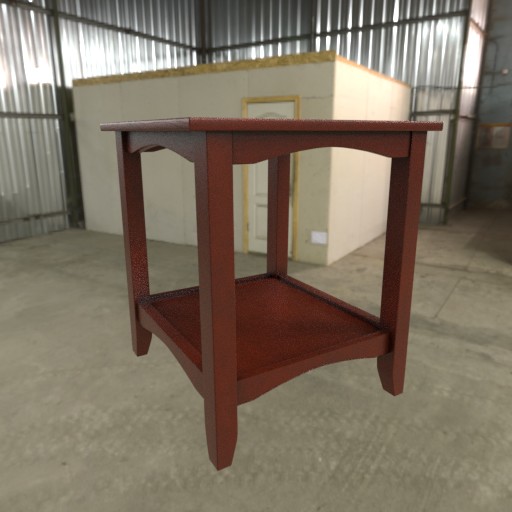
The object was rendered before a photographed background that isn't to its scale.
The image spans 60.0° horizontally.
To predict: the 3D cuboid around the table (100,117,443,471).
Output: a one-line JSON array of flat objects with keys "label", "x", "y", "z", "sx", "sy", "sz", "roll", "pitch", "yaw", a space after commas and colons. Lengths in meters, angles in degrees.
[{"label": "table", "x": 0.000, "y": 0.000, "z": 0.968, "sx": 0.522, "sy": 0.558, "sz": 0.523, "roll": -8, "pitch": 18, "yaw": -27}]
